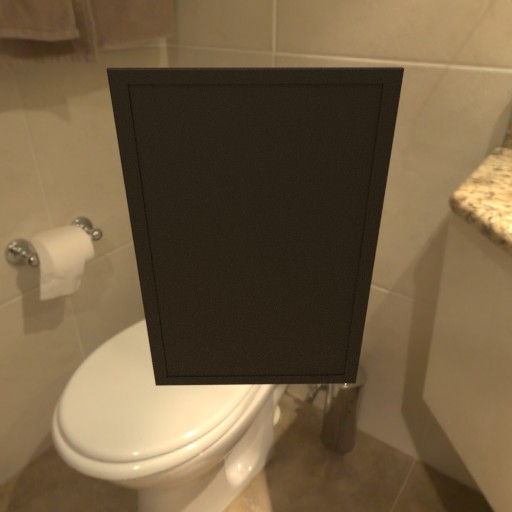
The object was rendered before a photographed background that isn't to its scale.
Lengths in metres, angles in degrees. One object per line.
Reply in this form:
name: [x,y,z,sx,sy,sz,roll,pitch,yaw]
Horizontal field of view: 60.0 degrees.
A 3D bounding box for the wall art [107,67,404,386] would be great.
wall art: [0.000,0.000,0.840,0.451,0.661,0.012,0,30,-1]
